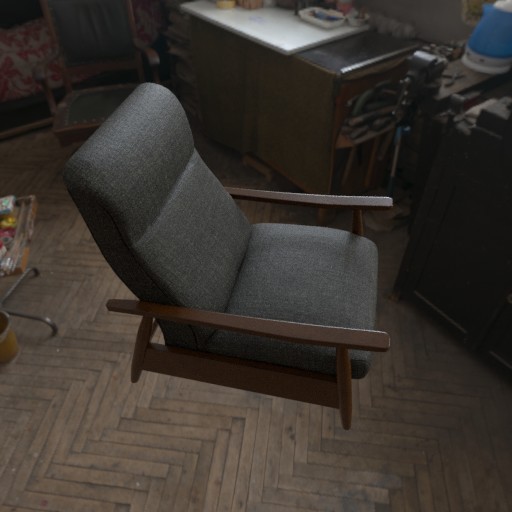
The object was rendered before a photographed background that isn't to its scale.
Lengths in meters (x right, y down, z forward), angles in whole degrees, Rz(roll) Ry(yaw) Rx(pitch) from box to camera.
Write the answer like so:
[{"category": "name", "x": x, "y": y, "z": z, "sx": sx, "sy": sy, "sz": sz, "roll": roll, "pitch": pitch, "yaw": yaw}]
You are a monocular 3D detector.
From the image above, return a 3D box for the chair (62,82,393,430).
[{"category": "chair", "x": 0.000, "y": 0.000, "z": 1.748, "sx": 1.014, "sy": 1.082, "sz": 0.762, "roll": 9, "pitch": 46, "yaw": 9}]
